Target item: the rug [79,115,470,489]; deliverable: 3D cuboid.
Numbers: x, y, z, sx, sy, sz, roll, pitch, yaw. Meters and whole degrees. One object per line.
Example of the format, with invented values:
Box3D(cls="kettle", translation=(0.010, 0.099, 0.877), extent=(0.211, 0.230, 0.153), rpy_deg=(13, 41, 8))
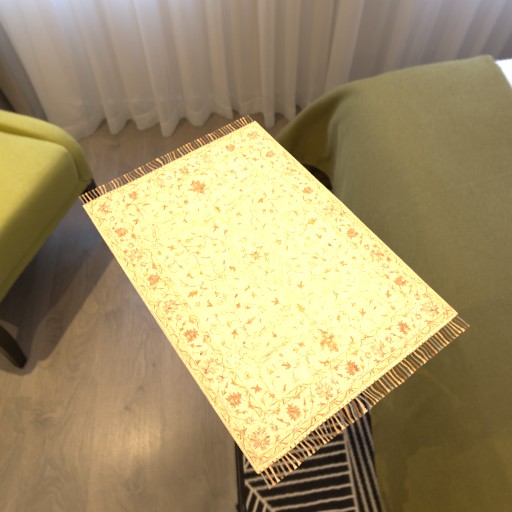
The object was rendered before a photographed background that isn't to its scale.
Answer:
Box3D(cls="rug", translation=(0.000, 0.000, 2.348), extent=(1.218, 0.017, 1.861), rpy_deg=(-31, 63, -18))
